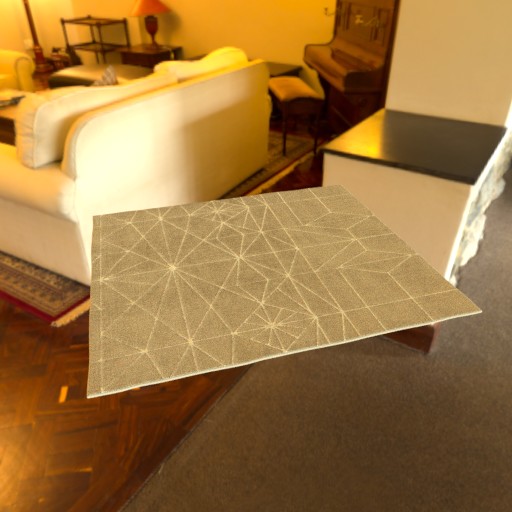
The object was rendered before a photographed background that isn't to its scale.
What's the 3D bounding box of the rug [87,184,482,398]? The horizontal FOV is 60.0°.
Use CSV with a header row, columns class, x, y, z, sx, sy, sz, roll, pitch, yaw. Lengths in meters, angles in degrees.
class,x,y,z,sx,sy,sz,roll,pitch,yaw
rug,0.000,0.000,0.893,0.639,0.006,0.548,-9,34,-14
